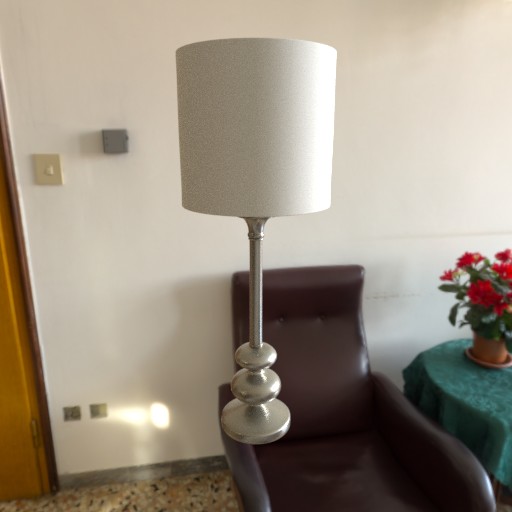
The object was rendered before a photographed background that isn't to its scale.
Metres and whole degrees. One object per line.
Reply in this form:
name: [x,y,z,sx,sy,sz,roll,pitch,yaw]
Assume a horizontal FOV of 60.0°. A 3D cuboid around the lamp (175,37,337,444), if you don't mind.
lamp: [0.000,0.000,0.794,0.254,0.690,0.254,15,21,43]
